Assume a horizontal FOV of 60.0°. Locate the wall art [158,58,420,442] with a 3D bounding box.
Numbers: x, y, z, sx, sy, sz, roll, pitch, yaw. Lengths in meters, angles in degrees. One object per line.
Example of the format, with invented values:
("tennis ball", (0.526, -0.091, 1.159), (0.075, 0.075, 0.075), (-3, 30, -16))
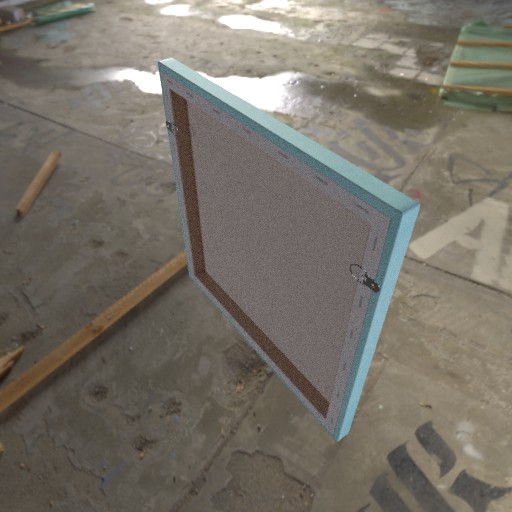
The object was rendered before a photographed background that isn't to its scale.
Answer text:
("wall art", (0.000, 0.000, 1.598), (0.070, 1.073, 1.071), (-27, 50, -26))
